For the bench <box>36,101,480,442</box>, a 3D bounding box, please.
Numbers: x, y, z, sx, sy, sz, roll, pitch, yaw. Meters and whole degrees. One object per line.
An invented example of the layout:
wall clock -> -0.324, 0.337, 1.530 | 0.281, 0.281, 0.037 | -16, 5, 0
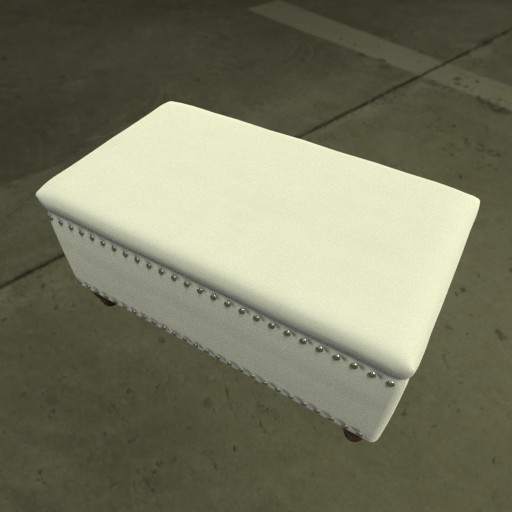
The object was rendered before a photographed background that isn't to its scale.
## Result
bench -> 0.000, 0.000, 1.144 | 0.887, 0.449, 0.500 | 23, 51, 21
